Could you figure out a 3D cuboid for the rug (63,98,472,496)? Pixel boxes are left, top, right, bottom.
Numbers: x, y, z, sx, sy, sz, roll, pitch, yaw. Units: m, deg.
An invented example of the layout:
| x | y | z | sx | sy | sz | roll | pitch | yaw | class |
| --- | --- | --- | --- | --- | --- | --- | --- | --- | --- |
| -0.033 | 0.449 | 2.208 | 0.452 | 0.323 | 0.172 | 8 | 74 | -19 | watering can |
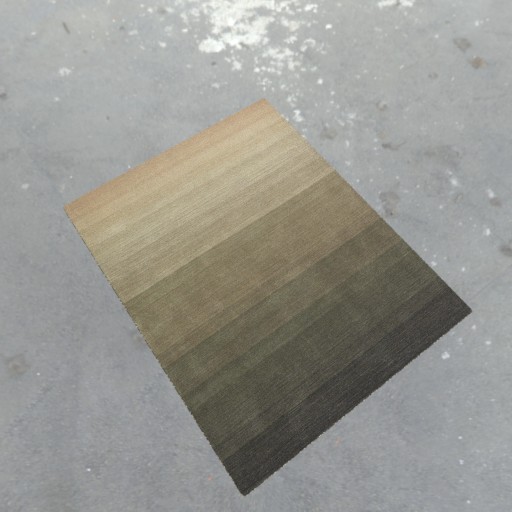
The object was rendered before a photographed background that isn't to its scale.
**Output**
| x | y | z | sx | sy | sz | roll | pitch | yaw | class |
| --- | --- | --- | --- | --- | --- | --- | --- | --- | --- |
| 0.000 | 0.000 | 3.849 | 2.305 | 0.017 | 2.902 | -33 | 68 | -15 | rug |
